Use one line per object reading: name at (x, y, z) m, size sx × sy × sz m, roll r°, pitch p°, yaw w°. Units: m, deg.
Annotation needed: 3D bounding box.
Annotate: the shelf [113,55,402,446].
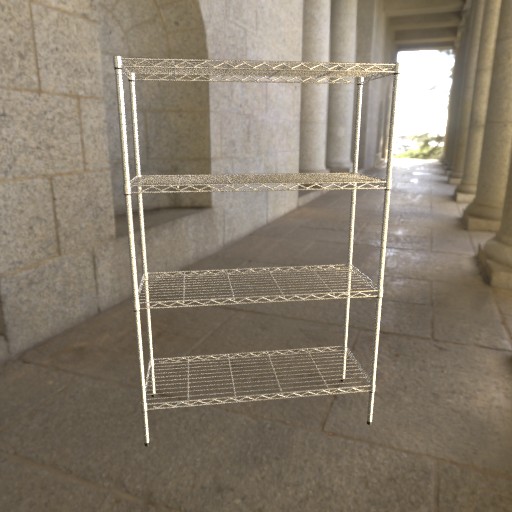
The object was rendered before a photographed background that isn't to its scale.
shelf at (0.000, 0.000, 1.716) m, size 0.907 × 1.360 × 0.352 m, roll -2°, pitch 16°, yaw -8°
